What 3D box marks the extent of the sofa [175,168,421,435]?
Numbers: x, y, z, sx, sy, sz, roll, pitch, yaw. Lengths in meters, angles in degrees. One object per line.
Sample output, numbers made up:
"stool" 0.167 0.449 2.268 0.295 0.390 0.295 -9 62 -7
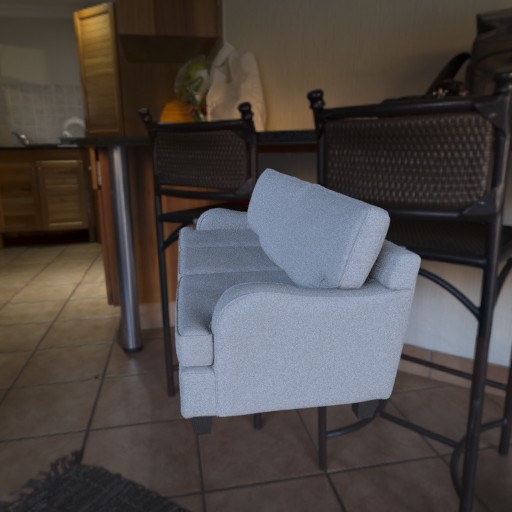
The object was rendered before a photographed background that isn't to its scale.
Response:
"sofa" 0.000 0.000 2.889 1.016 0.997 2.323 -2 15 -9
